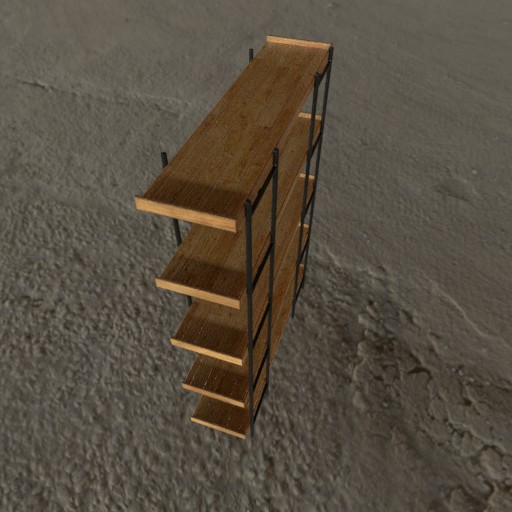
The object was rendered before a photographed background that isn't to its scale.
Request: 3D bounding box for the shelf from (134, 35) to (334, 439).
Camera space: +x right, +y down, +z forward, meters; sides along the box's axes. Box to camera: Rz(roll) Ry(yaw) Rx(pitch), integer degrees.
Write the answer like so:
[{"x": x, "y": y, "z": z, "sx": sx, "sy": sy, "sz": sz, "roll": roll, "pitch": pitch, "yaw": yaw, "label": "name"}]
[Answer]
[{"x": 0.000, "y": 0.000, "z": 2.439, "sx": 0.379, "sy": 1.826, "sz": 1.371, "roll": 14, "pitch": 48, "yaw": 13, "label": "shelf"}]
